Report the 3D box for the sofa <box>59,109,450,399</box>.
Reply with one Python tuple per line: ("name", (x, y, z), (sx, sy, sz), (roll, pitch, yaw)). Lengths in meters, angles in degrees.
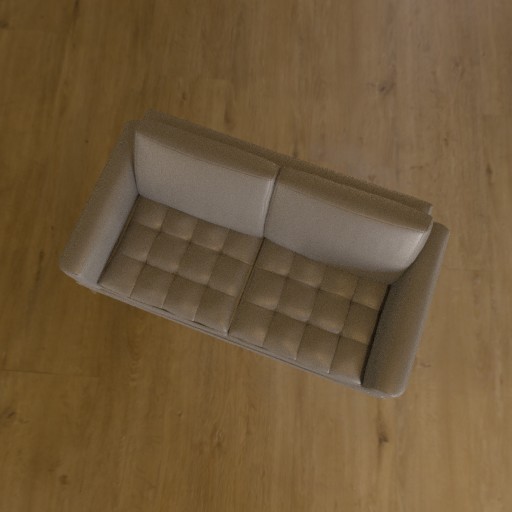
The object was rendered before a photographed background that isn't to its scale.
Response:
("sofa", (0.000, 0.000, 2.782), (2.177, 0.930, 1.121), (20, 76, 5))
